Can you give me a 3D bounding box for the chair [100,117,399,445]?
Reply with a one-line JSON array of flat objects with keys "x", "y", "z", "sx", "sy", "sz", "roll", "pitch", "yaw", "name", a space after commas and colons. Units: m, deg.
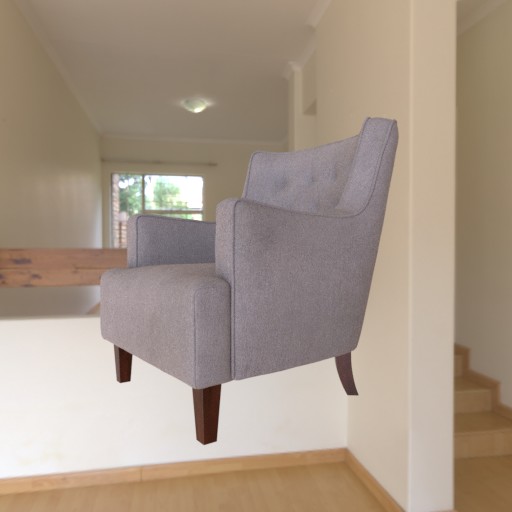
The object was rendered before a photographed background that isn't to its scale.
[{"x": 0.000, "y": 0.000, "z": 1.583, "sx": 0.910, "sy": 0.919, "sz": 0.781, "roll": -1, "pitch": 1, "yaw": -36, "name": "chair"}]
